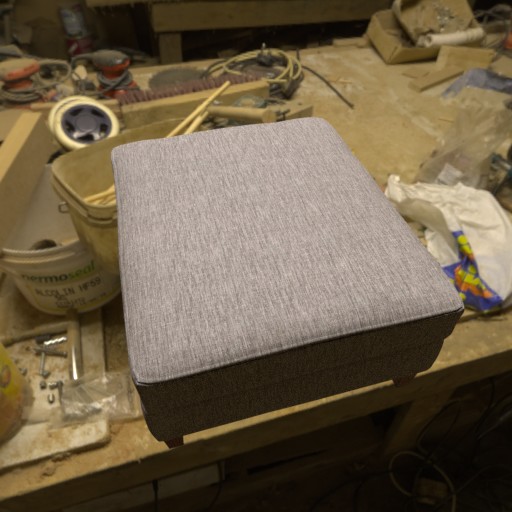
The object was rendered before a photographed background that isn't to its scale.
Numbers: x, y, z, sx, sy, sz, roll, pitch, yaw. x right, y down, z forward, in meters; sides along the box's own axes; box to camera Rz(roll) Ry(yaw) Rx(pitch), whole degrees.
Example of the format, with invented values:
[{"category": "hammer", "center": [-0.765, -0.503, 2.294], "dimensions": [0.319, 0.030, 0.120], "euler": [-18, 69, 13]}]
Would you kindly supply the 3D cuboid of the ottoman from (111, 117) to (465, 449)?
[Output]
[{"category": "ottoman", "center": [0.000, 0.000, 1.477], "dimensions": [0.839, 0.492, 0.994], "euler": [-11, 47, -11]}]
